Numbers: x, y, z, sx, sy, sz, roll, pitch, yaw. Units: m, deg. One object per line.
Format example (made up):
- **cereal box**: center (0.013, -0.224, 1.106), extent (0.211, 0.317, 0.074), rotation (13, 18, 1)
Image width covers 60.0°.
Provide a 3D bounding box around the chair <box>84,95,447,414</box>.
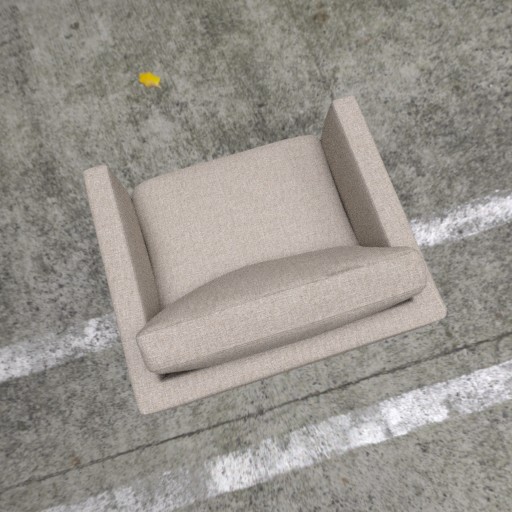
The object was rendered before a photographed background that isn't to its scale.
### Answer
- **chair**: center (0.000, 0.000, 1.845), extent (1.107, 0.961, 0.959), rotation (-17, 76, -4)
